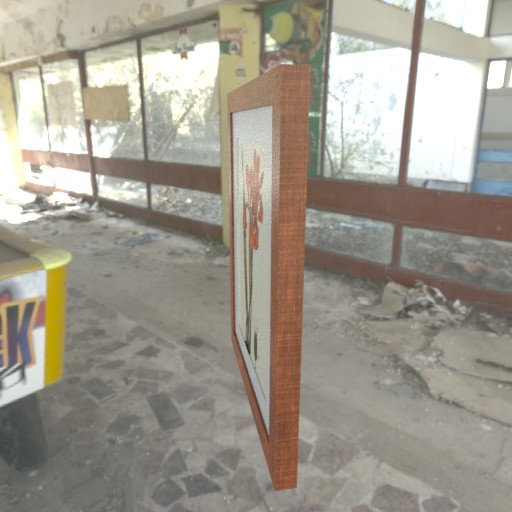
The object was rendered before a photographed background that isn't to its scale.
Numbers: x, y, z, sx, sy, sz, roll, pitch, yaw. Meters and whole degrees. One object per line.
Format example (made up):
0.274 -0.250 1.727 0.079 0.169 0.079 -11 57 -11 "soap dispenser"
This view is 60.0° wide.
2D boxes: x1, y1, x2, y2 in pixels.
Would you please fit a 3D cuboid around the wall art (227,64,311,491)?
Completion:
0.000 0.000 0.779 0.033 0.567 0.467 -3 17 -10 "wall art"
